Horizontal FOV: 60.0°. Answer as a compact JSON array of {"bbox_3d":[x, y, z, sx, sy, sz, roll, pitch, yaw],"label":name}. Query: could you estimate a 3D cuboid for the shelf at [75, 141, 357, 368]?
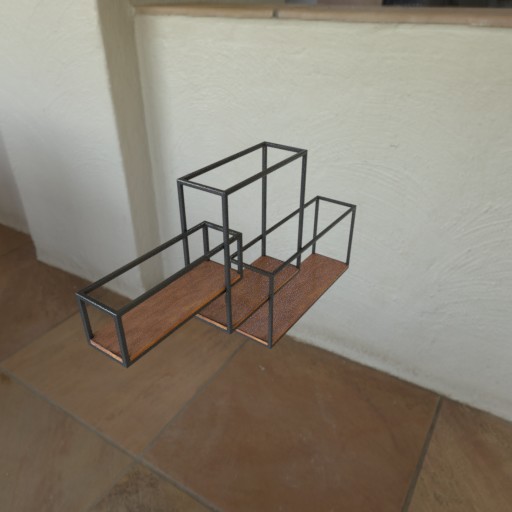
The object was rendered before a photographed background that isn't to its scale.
[{"bbox_3d":[0.000,0.000,2.157,0.275,0.972,1.781,20,36,29],"label":"shelf"}]
